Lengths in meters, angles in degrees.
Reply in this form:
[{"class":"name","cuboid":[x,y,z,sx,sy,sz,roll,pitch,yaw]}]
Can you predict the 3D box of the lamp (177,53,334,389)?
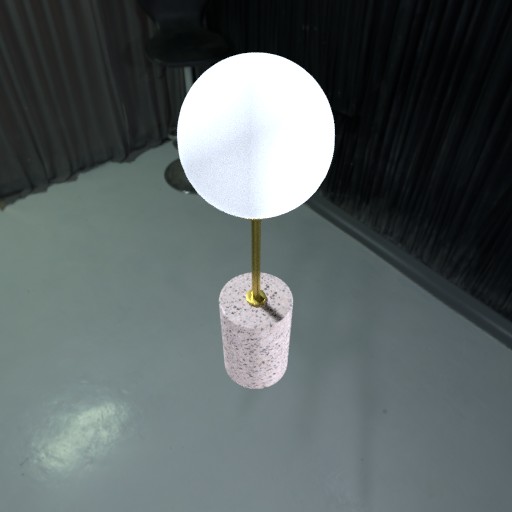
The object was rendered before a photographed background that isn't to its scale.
[{"class":"lamp","cuboid":[0.000,0.000,0.552,0.153,0.480,0.153,0,45,0]}]
